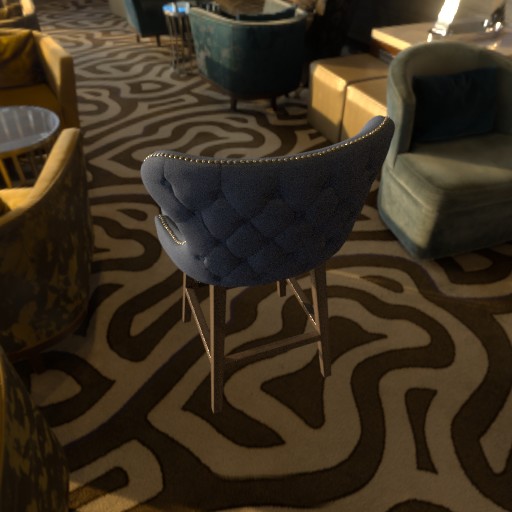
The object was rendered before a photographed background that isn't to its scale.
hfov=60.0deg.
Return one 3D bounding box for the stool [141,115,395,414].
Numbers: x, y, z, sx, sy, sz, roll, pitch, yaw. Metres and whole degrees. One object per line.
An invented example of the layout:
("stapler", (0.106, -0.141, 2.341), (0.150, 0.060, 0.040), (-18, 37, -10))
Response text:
("stool", (0.000, 0.000, 1.390), (0.615, 0.972, 0.597), (-13, 42, -15))
